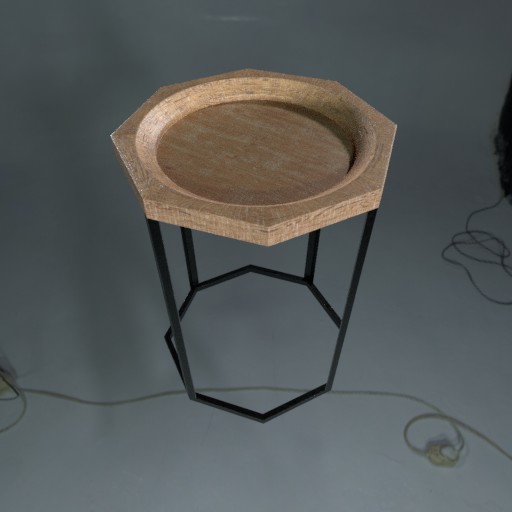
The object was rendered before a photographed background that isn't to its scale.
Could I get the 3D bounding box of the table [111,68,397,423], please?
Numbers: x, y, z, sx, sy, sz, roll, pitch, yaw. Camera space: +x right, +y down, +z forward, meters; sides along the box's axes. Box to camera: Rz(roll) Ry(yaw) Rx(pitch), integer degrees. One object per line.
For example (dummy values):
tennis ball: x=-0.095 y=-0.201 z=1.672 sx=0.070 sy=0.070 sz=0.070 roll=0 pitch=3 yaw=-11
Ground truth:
table: x=0.000 y=0.000 z=0.873 sx=0.437 sy=0.553 sz=0.437 roll=-3 pitch=46 yaw=-3
